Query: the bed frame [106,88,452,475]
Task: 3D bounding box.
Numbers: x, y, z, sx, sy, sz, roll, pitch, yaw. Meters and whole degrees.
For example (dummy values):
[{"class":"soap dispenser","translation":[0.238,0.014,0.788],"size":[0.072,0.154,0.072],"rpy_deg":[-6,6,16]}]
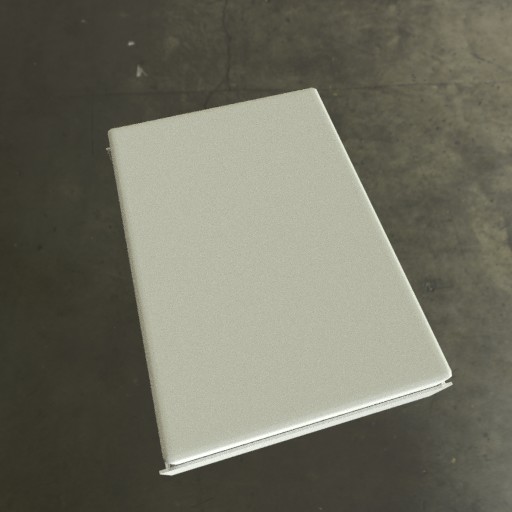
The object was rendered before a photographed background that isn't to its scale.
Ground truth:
[{"class":"bed frame","translation":[0.000,0.000,2.561],"size":[1.445,0.497,1.945],"rpy_deg":[-14,64,-7]}]
